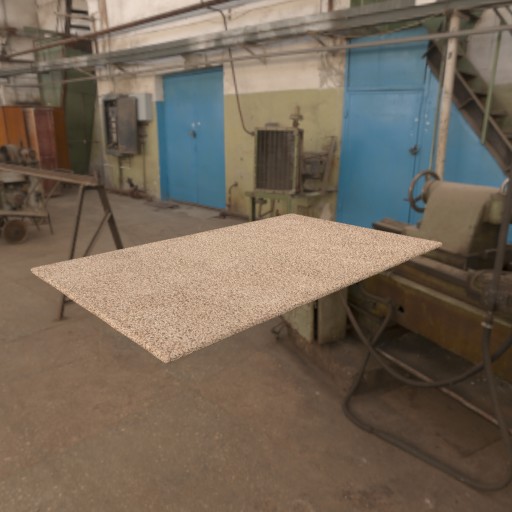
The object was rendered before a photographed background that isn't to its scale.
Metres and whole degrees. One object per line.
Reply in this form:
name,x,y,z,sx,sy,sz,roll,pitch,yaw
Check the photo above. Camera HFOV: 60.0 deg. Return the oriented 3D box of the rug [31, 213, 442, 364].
rug,0.000,0.000,3.040,2.438,0.030,1.524,-16,23,-42
